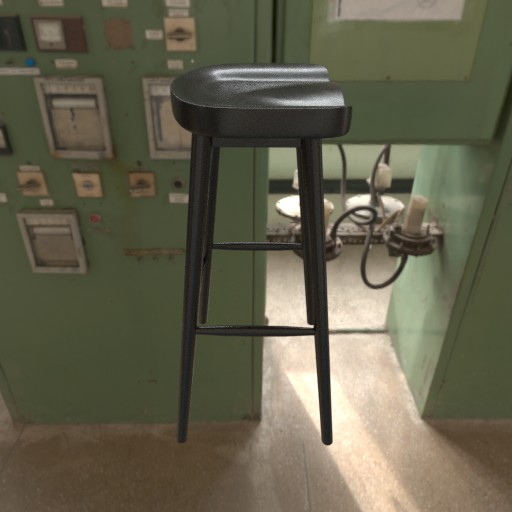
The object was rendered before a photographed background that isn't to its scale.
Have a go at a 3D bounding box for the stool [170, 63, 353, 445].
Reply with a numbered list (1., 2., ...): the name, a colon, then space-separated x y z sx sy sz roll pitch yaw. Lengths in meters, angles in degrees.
1. stool: 0.000 0.000 1.001 0.361 0.749 0.440 1 32 1
